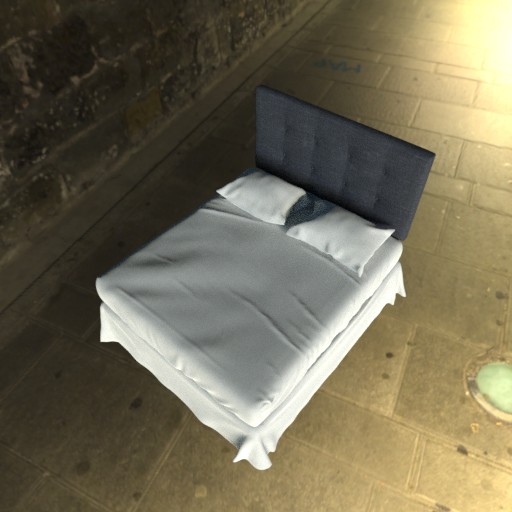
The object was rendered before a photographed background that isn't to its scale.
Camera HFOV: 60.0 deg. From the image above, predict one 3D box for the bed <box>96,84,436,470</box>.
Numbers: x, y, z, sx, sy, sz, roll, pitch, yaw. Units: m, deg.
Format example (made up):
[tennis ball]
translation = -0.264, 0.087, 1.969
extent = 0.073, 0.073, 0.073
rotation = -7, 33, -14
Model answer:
[bed]
translation = 0.000, 0.000, 3.519
extent = 1.936, 1.577, 2.222
rotation = 32, 55, 26
